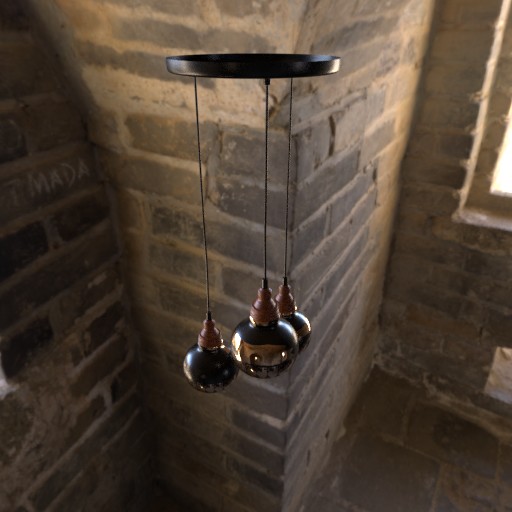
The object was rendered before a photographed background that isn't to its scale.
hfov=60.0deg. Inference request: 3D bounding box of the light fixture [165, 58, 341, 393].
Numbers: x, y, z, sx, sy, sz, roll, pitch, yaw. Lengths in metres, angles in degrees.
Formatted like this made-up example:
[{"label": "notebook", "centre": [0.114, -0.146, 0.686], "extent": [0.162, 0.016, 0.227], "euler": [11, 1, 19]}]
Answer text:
[{"label": "light fixture", "centre": [0.000, 0.000, 1.724], "extent": [0.608, 1.410, 0.605], "euler": [-8, 28, -16]}]
